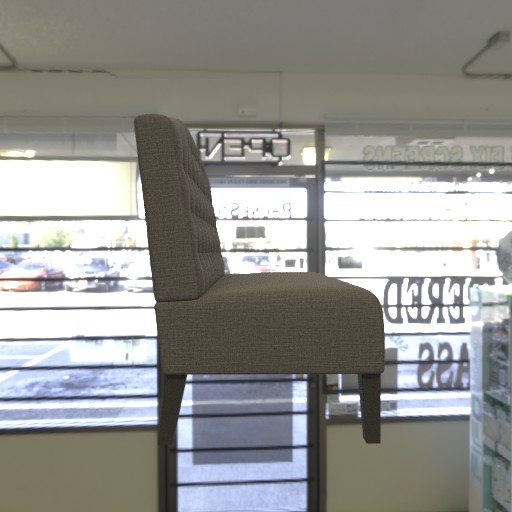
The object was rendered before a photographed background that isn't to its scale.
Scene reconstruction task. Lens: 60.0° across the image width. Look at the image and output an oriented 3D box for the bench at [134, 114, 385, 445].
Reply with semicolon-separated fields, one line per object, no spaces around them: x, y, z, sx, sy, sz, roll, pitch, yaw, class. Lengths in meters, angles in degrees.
0.000;0.000;2.044;0.815;1.180;1.335;0;1;-1;bench
